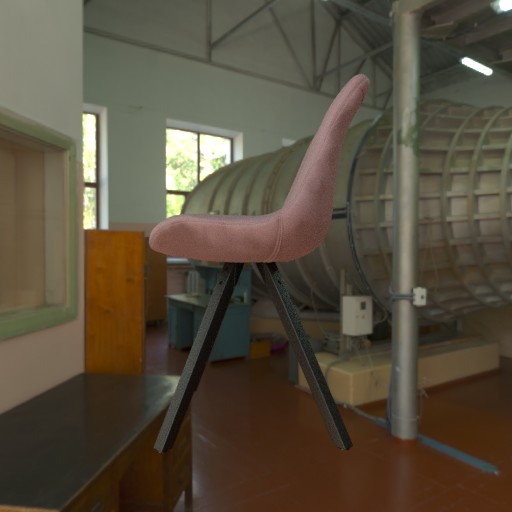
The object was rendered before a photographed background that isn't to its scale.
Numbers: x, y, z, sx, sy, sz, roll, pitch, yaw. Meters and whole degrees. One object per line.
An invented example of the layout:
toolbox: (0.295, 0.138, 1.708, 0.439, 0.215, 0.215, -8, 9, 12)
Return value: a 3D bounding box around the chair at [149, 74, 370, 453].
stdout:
chair: (0.000, 0.000, 1.185, 0.547, 0.865, 0.483, 0, 1, 0)
